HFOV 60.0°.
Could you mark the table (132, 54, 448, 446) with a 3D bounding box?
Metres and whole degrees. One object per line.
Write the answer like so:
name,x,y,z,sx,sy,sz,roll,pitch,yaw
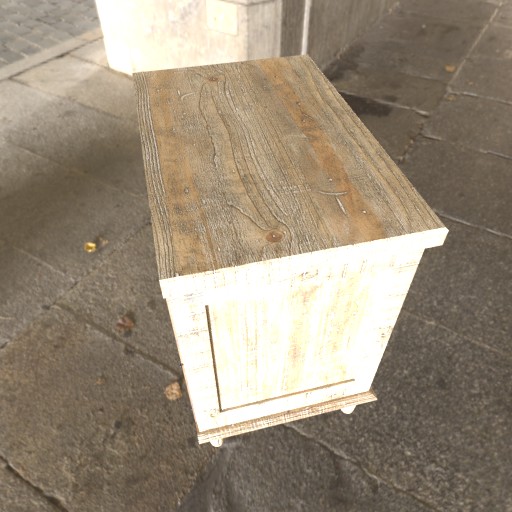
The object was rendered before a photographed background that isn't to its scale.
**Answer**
table,0.000,0.000,1.136,0.457,0.711,0.686,-10,47,-10
